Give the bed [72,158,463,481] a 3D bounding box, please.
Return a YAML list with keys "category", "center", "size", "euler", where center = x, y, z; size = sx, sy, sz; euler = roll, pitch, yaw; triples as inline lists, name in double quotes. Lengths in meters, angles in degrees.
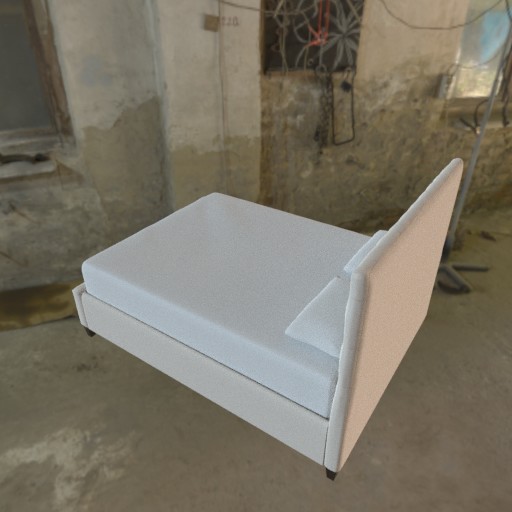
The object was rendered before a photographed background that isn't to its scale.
- category: "bed"
  center: [0.000, 0.000, 3.244]
  size: [2.233, 1.426, 1.696]
  euler: [20, 37, 29]
